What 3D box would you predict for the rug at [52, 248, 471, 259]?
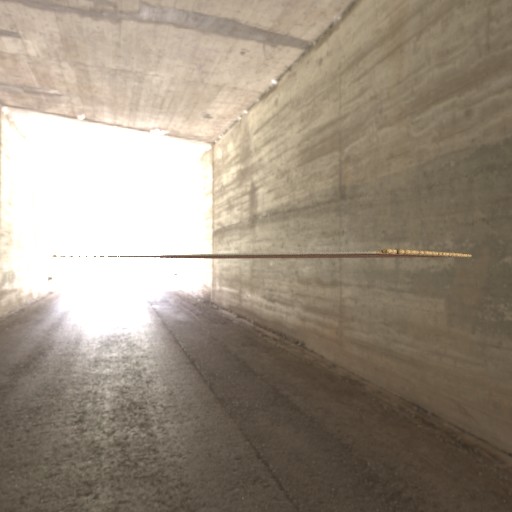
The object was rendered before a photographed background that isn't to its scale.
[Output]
[{"bbox_3d":[0.000,0.000,3.002,2.433,0.022,1.556,-1,-1,37],"label":"rug"}]
